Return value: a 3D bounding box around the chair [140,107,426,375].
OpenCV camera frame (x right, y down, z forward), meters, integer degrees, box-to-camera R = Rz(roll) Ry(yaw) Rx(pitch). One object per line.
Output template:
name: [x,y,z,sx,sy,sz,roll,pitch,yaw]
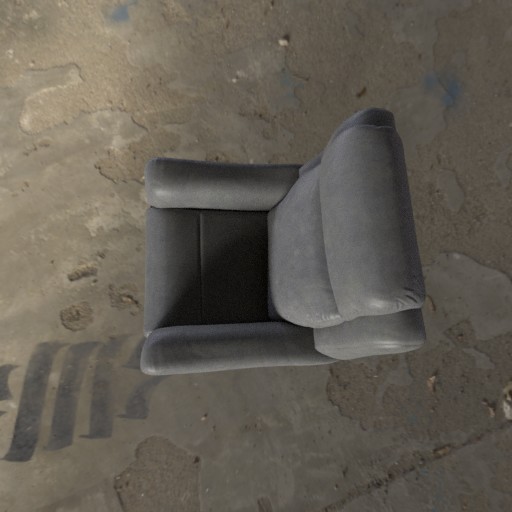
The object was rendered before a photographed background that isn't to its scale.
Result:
chair: [0.000,0.000,1.935,1.068,1.116,0.967,-3,75,-1]
